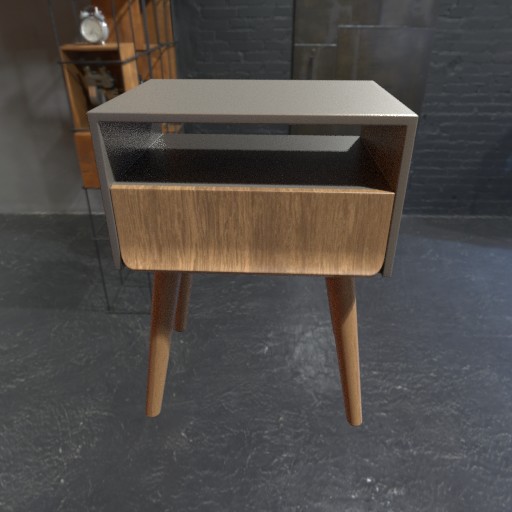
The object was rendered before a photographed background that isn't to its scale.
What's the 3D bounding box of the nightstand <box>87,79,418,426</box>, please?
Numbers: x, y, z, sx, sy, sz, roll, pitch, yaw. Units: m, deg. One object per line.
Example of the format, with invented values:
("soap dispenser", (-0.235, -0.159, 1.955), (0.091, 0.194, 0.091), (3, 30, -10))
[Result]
("nightstand", (0.000, 0.000, 0.731), (0.370, 0.508, 0.288), (1, 29, 3))
